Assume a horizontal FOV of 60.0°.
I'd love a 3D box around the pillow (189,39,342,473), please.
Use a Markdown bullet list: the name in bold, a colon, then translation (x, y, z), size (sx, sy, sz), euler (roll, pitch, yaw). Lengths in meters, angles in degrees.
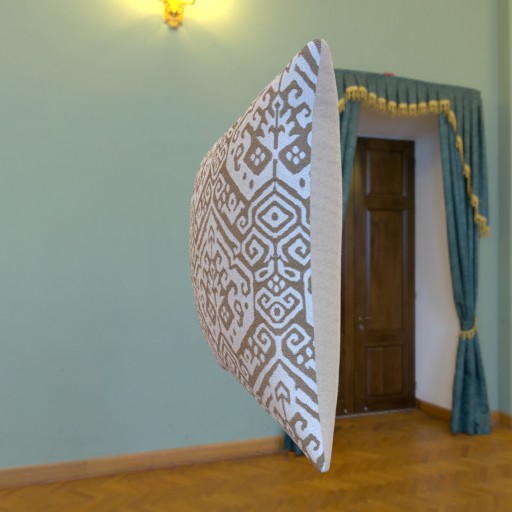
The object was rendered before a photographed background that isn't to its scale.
- **pillow**: translation (0.000, 0.000, 0.612), size (0.173, 0.407, 0.419), euler (0, 0, -18)
